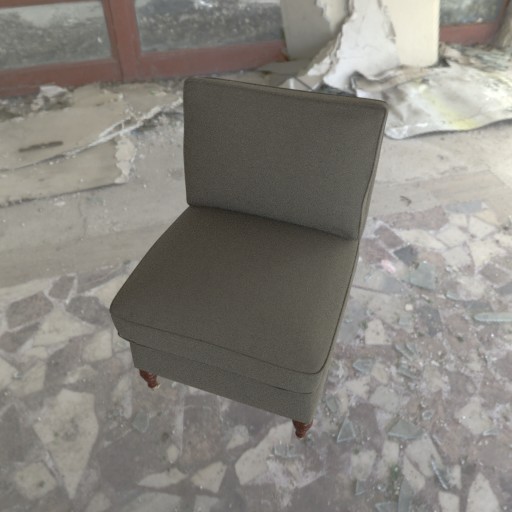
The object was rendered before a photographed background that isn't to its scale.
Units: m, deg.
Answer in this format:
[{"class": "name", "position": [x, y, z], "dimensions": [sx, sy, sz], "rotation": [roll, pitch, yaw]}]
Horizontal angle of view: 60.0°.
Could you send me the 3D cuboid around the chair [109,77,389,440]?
[{"class": "chair", "position": [0.000, 0.000, 1.641], "dimensions": [0.724, 1.045, 0.924], "rotation": [14, 45, 14]}]
